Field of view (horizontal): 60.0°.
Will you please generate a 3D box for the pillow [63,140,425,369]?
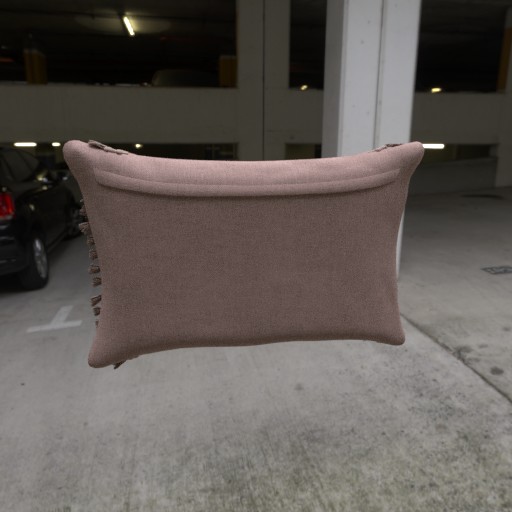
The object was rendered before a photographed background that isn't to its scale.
[{"bbox_3d":[0.000,0.000,0.602,0.466,0.305,0.084,-3,15,-10],"label":"pillow"}]
